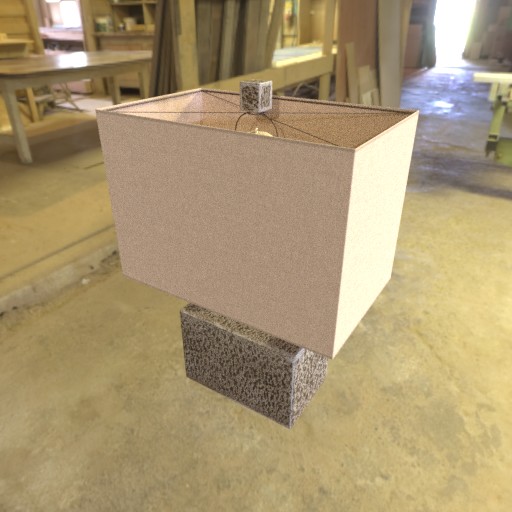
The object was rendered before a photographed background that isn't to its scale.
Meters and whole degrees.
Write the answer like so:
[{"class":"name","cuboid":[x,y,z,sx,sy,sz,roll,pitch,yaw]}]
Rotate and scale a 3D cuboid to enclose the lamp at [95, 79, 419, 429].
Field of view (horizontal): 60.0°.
[{"class":"lamp","cuboid":[0.000,0.000,0.556,0.294,0.411,0.180,17,33,28]}]
